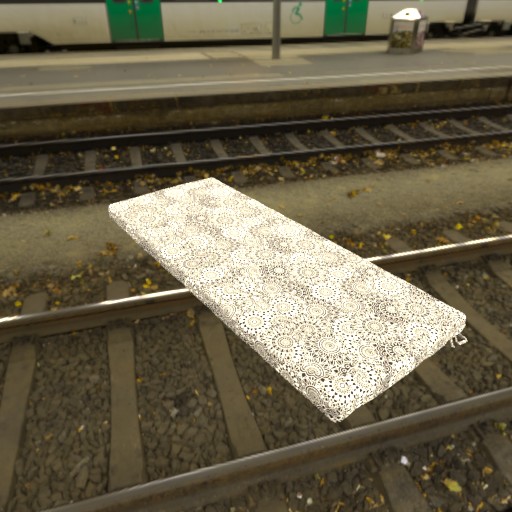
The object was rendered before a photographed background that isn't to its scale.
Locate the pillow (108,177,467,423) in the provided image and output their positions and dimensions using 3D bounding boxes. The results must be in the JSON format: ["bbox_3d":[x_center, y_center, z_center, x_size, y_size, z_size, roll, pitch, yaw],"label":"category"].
[{"bbox_3d":[0.000,0.000,1.359,0.492,0.081,1.187,-22,38,-31],"label":"pillow"}]
